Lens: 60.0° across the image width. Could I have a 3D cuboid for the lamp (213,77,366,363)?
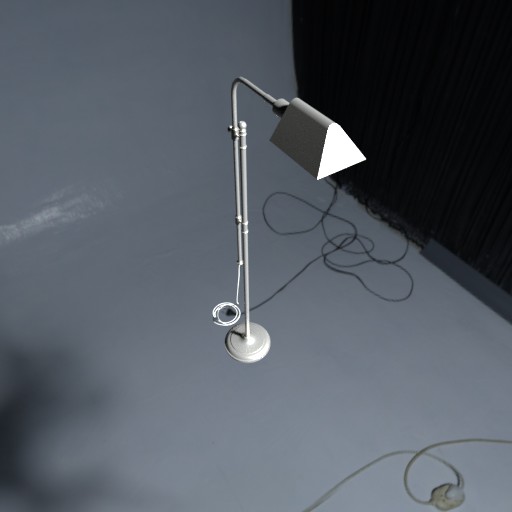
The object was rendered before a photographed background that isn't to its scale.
[{"bbox_3d":[0.000,0.000,1.870,0.256,1.571,0.813,-25,52,-22],"label":"lamp"}]
